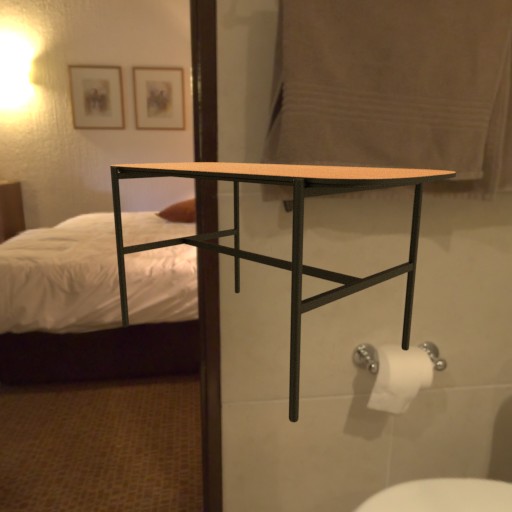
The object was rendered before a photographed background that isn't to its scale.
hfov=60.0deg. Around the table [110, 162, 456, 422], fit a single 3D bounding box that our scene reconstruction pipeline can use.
[{"bbox_3d":[0.000,0.000,1.021,0.400,0.400,0.800,-13,19,-43],"label":"table"}]
